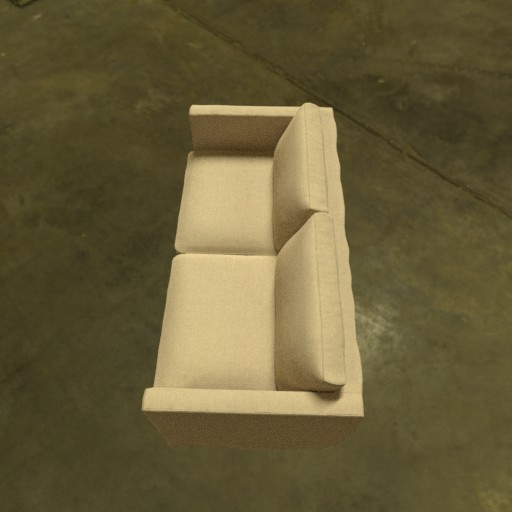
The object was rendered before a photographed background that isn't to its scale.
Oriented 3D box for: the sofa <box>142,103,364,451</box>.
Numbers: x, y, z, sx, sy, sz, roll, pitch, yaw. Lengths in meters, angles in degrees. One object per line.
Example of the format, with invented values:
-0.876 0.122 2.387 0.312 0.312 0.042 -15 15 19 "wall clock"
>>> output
0.000 0.000 2.570 0.962 0.835 1.959 1 57 1 "sofa"
